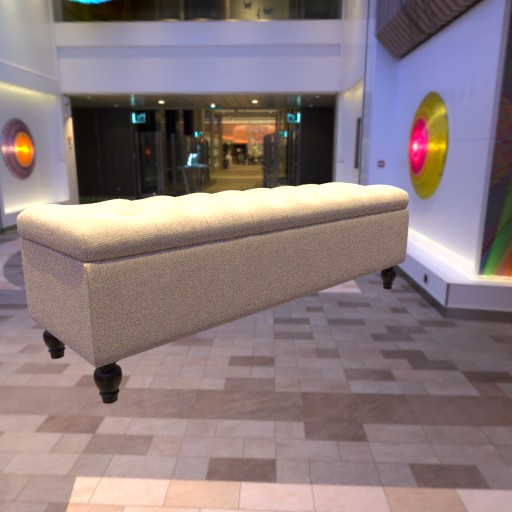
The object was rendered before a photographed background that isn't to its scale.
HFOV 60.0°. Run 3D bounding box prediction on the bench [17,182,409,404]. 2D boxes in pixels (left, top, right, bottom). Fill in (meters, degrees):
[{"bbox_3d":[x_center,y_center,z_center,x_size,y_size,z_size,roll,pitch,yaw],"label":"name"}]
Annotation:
[{"bbox_3d":[0.000,0.000,1.641,1.480,0.467,0.455,-12,18,-43],"label":"bench"}]
